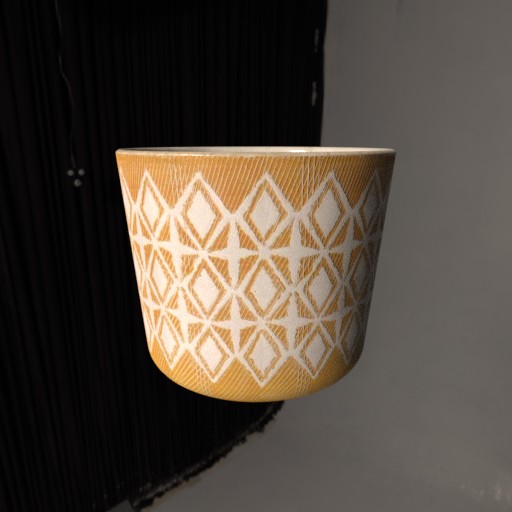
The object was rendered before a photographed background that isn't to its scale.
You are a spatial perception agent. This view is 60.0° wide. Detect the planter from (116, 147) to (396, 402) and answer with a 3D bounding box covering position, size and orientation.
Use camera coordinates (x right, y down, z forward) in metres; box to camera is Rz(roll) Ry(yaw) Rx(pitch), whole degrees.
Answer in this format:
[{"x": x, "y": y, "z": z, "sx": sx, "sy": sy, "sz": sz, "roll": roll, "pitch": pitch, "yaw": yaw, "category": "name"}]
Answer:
[{"x": 0.000, "y": 0.000, "z": 0.222, "sx": 0.126, "sy": 0.104, "sz": 0.126, "roll": 0, "pitch": 15, "yaw": 0, "category": "planter"}]
